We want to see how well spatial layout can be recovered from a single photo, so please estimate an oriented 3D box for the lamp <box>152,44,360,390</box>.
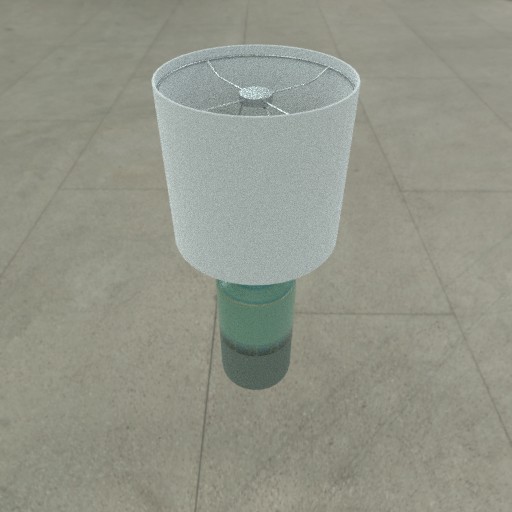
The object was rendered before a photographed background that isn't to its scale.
[{"bbox_3d":[0.000,0.000,0.617,0.212,0.493,0.212,-24,46,-26],"label":"lamp"}]
